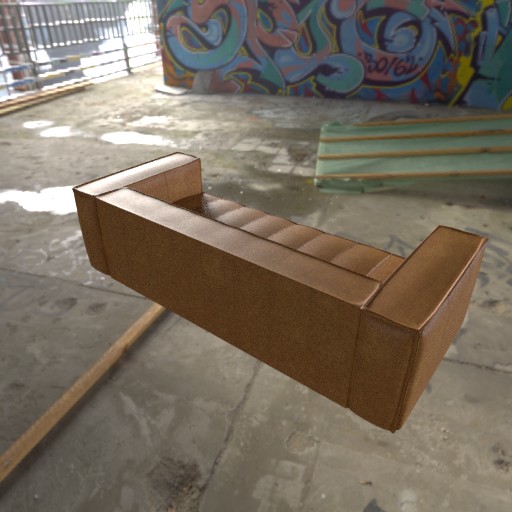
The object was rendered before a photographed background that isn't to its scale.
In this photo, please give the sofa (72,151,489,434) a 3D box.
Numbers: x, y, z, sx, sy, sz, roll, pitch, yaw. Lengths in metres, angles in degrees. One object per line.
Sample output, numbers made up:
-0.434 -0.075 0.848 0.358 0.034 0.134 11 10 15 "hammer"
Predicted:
0.000 0.000 2.997 2.581 0.701 1.102 22 37 32 "sofa"
